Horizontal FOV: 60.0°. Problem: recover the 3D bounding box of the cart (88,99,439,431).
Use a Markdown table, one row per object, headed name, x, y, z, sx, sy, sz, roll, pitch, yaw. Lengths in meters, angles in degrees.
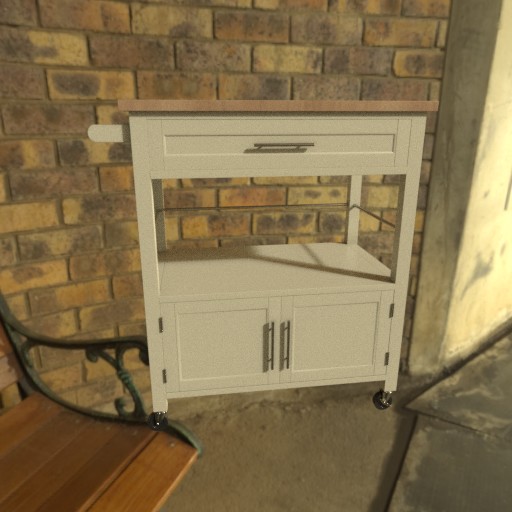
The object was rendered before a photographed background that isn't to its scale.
| name | x | y | z | sx | sy | sz | roll | pitch | yaw |
| --- | --- | --- | --- | --- | --- | --- | --- | --- | --- |
| cart | 0.000 | 0.000 | 1.379 | 0.840 | 0.901 | 0.459 | -2 | 18 | -8 |
